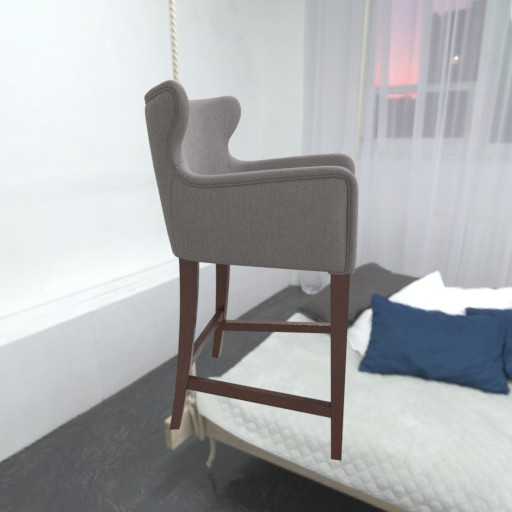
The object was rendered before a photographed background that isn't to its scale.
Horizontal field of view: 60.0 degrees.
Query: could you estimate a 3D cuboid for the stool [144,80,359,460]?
[{"bbox_3d":[0.000,0.000,1.342,0.575,0.951,0.575,3,16,11],"label":"stool"}]
